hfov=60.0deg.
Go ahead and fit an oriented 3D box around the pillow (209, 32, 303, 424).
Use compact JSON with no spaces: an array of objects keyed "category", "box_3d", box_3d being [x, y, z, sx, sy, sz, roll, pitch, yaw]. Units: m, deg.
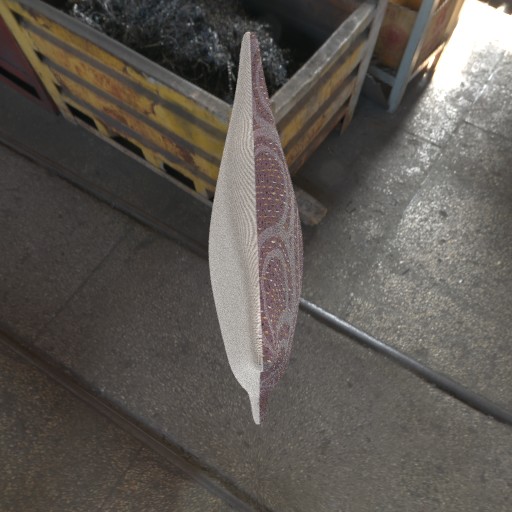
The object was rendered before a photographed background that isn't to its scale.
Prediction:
[{"category":"pillow","box_3d":[0.000,0.000,0.790,0.163,0.513,0.514,-2,63,-1]}]
